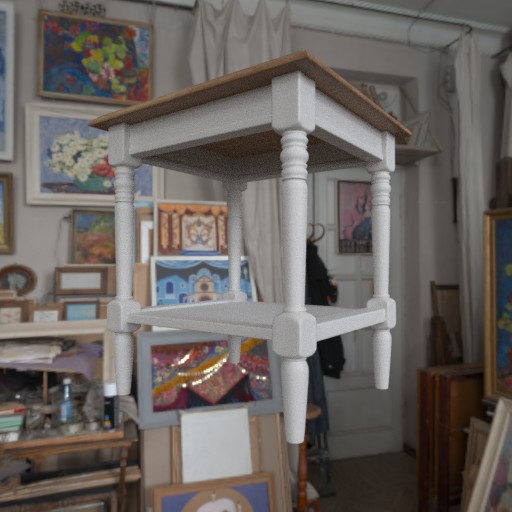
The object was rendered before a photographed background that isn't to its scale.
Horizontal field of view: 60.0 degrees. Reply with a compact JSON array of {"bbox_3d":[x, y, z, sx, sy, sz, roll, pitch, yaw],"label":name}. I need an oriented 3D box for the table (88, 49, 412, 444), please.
[{"bbox_3d":[0.000,0.000,0.927,0.508,0.561,0.457,-1,-1,36],"label":"table"}]
